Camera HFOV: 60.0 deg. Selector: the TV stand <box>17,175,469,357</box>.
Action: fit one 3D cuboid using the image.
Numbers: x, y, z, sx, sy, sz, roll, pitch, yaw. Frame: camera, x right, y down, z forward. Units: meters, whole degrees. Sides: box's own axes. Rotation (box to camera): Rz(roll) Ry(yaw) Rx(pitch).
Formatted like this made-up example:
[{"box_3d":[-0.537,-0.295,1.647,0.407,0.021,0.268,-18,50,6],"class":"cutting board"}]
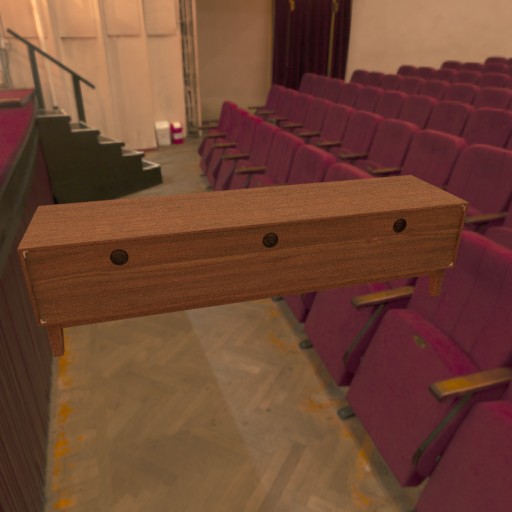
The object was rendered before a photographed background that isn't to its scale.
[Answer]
[{"box_3d":[0.000,0.000,1.661,1.482,0.409,0.366,-7,27,-14],"class":"TV stand"}]
